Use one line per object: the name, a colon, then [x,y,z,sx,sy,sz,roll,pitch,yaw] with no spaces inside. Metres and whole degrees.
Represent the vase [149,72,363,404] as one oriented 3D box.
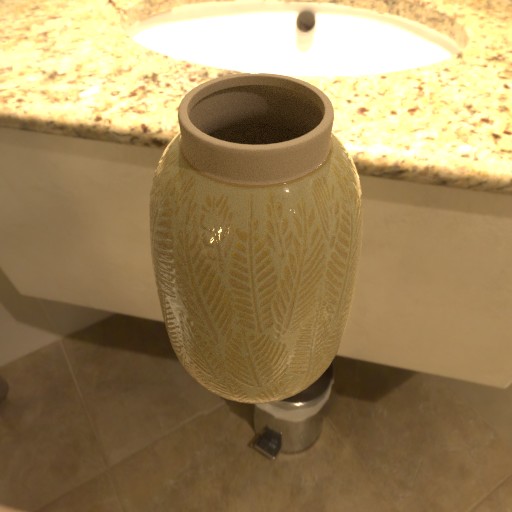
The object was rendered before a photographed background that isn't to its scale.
vase: [0.000,0.000,0.372,0.172,0.270,0.172,0,47,0]
